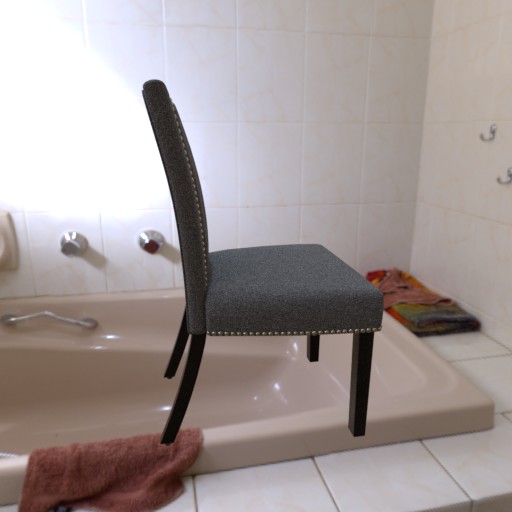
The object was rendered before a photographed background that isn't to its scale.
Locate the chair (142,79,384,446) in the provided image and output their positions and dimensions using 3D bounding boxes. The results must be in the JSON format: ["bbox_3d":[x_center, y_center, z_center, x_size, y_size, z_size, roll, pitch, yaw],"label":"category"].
[{"bbox_3d":[0.000,0.000,1.297,0.589,0.946,0.518,-3,16,-9],"label":"chair"}]
